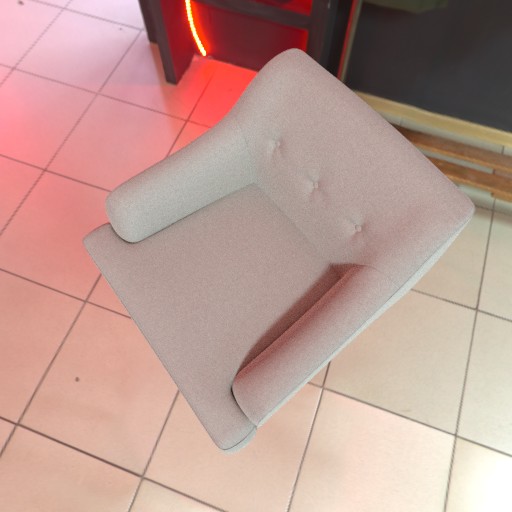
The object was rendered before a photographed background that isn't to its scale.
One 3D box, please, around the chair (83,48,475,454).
[{"bbox_3d":[0.000,0.000,1.578,0.951,0.818,0.946,-35,70,-15],"label":"chair"}]
